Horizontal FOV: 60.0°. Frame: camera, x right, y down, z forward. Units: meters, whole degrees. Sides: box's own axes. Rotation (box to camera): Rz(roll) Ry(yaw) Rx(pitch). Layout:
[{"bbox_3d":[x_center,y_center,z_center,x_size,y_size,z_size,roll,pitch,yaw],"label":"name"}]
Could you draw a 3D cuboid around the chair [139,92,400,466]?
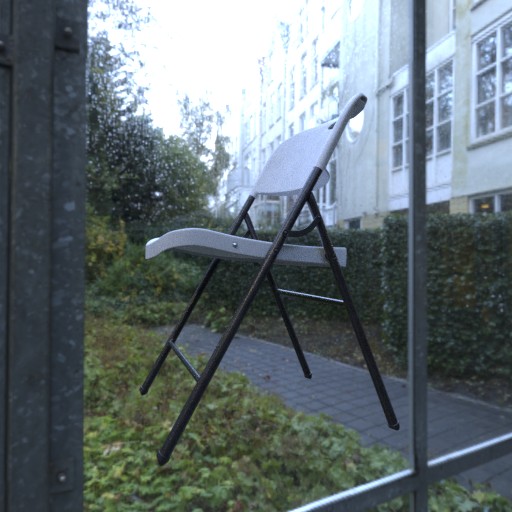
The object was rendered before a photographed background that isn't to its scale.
[{"bbox_3d":[0.000,0.000,1.172,0.566,0.810,0.494,0,0,-19],"label":"chair"}]
